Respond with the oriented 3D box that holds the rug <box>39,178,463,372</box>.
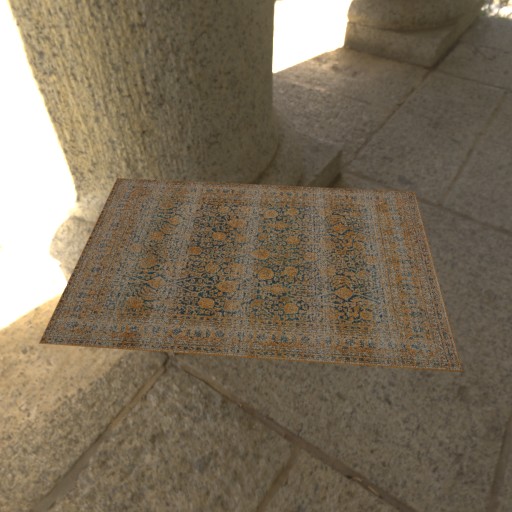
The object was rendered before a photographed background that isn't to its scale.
[{"bbox_3d":[0.000,0.000,2.952,2.336,0.007,1.525,3,47,3],"label":"rug"}]
